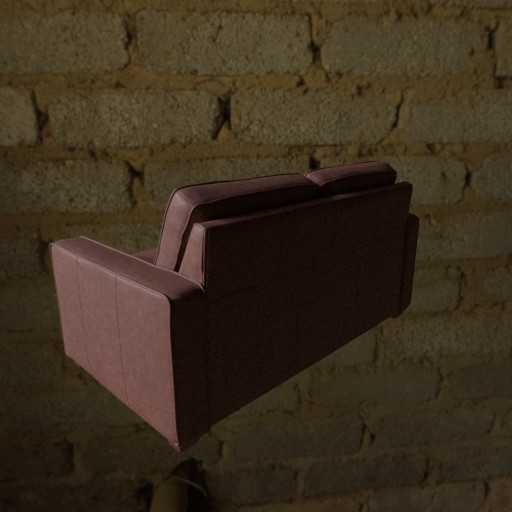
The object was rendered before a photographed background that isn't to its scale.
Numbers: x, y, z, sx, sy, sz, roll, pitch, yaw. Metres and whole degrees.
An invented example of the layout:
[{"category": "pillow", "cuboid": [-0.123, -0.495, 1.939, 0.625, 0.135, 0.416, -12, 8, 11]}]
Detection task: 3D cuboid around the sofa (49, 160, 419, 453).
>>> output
[{"category": "sofa", "cuboid": [0.000, 0.000, 2.262, 0.947, 0.918, 1.709, 16, 24, 42]}]
